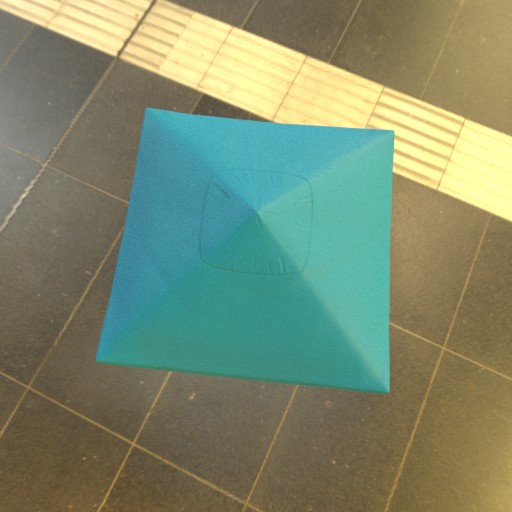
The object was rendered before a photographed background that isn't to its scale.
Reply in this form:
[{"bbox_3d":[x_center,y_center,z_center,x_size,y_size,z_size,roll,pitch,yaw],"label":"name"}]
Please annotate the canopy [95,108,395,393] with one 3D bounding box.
[{"bbox_3d":[0.000,0.000,5.560,2.998,2.997,2.996,6,74,2],"label":"canopy"}]
